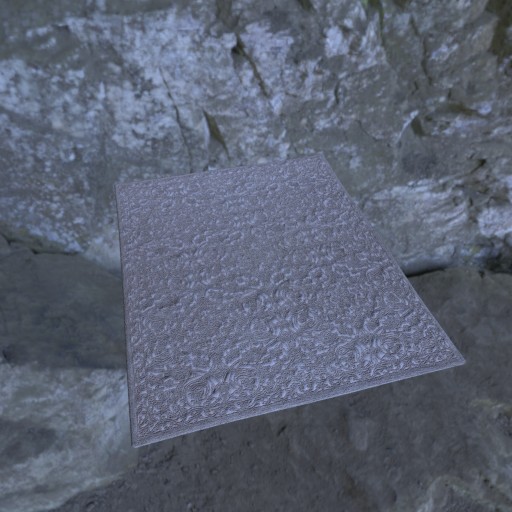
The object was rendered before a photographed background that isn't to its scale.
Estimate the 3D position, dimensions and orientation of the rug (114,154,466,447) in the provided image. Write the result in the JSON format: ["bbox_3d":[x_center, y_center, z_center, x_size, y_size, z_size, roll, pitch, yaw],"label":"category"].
[{"bbox_3d":[0.000,0.000,4.135,2.472,0.035,3.017,-11,46,-11],"label":"rug"}]
